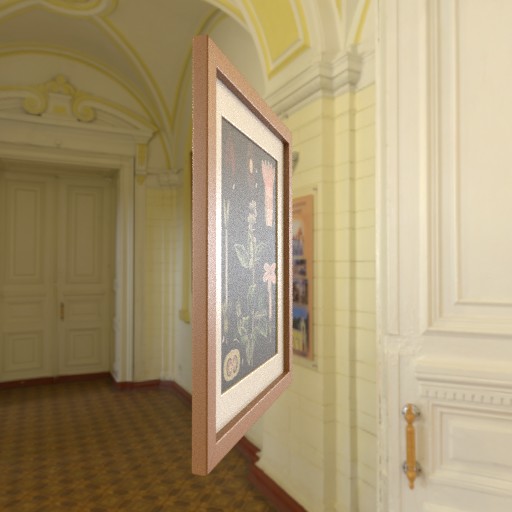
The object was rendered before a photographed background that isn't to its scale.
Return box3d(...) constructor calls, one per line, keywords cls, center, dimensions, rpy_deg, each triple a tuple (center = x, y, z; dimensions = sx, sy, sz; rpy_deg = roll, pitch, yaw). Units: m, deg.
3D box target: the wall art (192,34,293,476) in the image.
box3d(cls="wall art", center=(0.000, 0.000, 0.528), dimensions=(0.015, 0.379, 0.310), rpy_deg=(0, -1, 18))
